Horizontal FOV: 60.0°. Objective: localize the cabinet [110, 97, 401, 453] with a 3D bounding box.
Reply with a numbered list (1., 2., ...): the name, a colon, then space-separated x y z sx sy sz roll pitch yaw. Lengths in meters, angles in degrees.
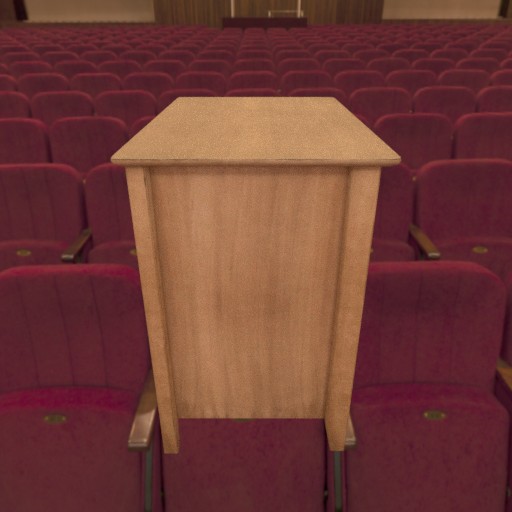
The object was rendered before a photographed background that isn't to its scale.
1. cabinet: 0.000 0.000 1.265 0.503 0.762 0.763 0 27 0
